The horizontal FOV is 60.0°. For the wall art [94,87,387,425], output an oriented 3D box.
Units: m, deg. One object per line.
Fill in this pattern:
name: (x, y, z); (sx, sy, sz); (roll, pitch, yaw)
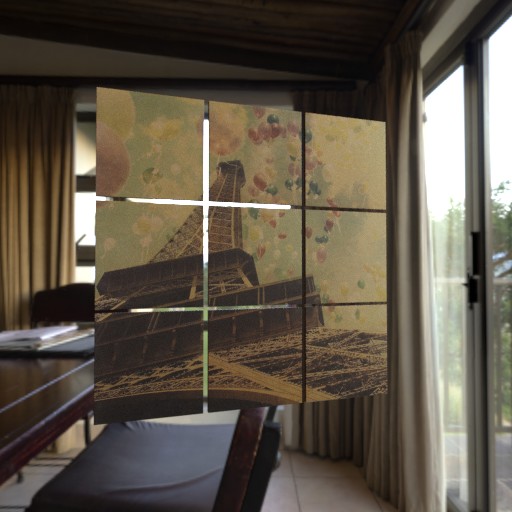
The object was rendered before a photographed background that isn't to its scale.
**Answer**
wall art: (0.000, 0.000, 1.841); (1.256, 1.246, 0.017); (0, -1, -19)
